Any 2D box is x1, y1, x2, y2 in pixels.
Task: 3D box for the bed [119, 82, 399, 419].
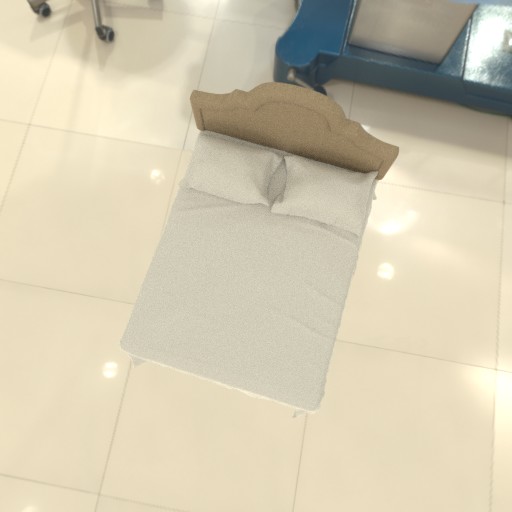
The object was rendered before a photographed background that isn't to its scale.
[{"bbox_3d":[0.000,0.000,3.431,1.780,1.634,2.222,17,76,4],"label":"bed"}]
